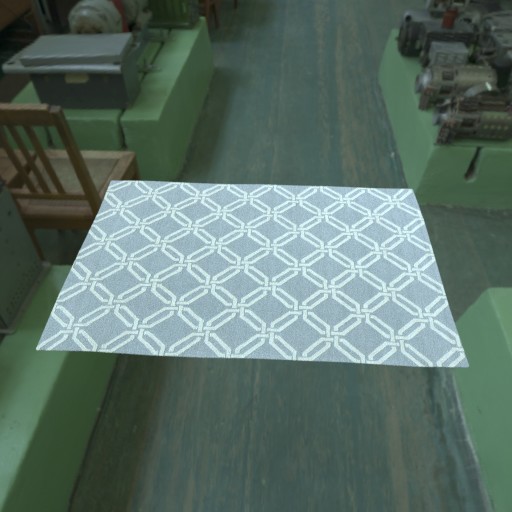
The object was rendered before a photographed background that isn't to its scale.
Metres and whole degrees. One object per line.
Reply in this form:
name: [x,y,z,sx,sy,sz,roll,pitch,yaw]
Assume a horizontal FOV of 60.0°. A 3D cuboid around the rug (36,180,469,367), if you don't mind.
rug: [0.000,0.000,2.165,1.754,0.010,1.148,2,46,2]
